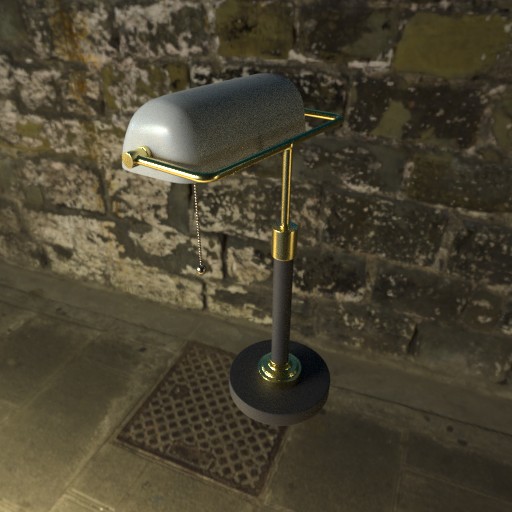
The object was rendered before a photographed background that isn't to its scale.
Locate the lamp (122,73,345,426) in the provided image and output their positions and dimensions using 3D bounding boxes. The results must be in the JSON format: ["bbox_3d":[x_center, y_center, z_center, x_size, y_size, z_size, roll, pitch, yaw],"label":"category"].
[{"bbox_3d":[0.000,0.000,0.557,0.227,0.404,0.269,21,37,31],"label":"lamp"}]
